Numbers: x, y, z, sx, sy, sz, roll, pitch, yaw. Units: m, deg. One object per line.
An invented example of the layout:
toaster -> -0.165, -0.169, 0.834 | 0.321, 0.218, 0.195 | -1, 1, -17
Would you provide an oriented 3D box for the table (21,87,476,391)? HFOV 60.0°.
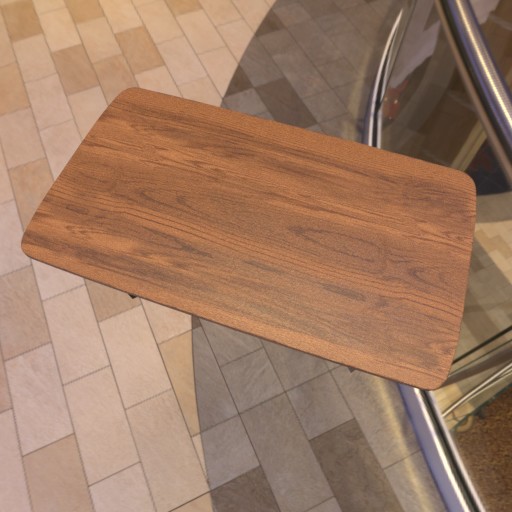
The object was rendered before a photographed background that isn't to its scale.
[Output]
table -> 0.000, 0.000, 2.079 | 1.643, 0.765, 0.949 | 17, 64, 9
